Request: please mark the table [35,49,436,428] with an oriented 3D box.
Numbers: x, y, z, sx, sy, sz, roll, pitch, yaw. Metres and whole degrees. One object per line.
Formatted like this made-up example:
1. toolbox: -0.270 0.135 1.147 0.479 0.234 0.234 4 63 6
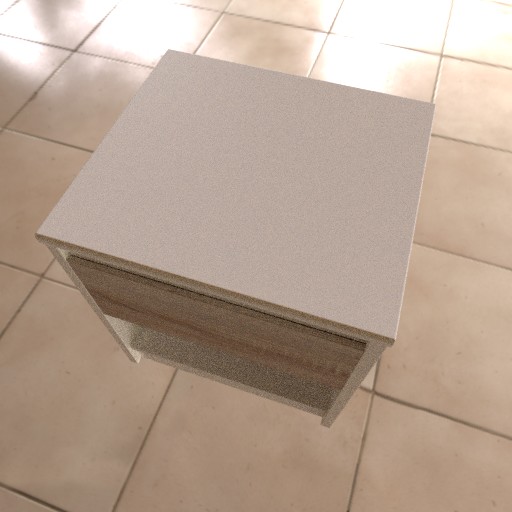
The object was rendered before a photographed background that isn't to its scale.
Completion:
1. table: 0.000 0.000 0.771 0.420 0.460 0.380 16 59 10
